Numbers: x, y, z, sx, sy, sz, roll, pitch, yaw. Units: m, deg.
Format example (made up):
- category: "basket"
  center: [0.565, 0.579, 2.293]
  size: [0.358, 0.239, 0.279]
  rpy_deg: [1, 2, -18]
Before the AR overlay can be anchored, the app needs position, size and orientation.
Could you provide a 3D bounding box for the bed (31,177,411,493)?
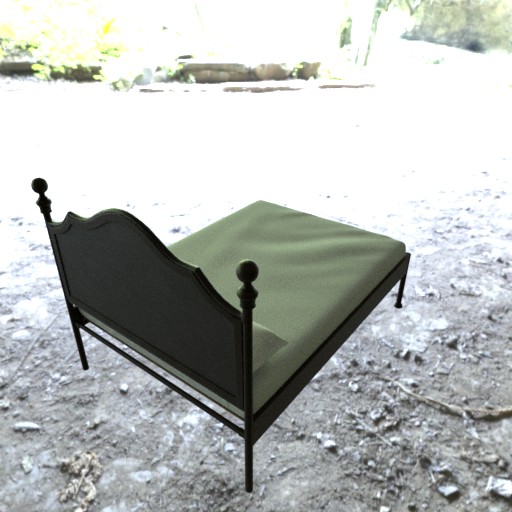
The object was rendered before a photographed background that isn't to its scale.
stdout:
- category: "bed"
  center: [0.000, 0.000, 3.261]
  size: [1.642, 1.499, 2.224]
  rpy_deg: [21, 36, 32]
